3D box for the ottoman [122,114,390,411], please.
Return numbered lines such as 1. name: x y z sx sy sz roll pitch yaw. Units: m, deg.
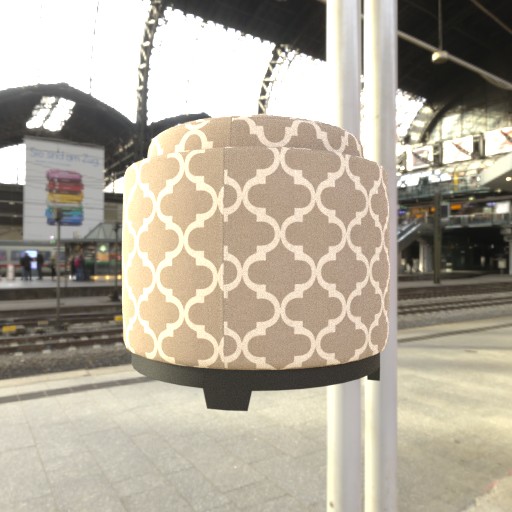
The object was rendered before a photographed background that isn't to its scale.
1. ottoman: 0.000 0.000 0.829 0.480 0.429 0.480 0 -1 0
